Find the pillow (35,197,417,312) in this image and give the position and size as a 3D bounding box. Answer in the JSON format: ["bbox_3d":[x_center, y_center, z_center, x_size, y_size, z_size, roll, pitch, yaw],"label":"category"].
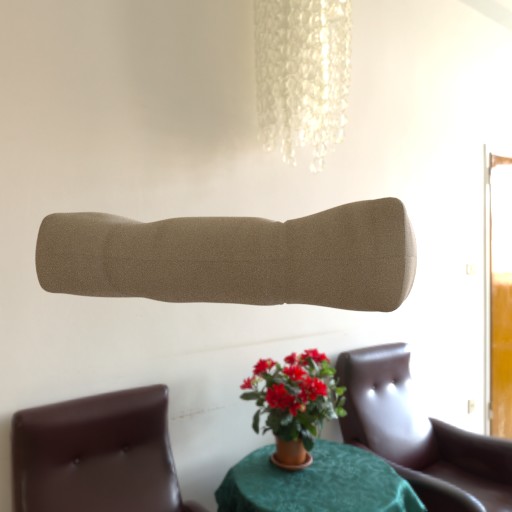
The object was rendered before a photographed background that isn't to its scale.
[{"bbox_3d":[0.000,0.000,0.725,0.490,0.128,0.468,0,0,19],"label":"pillow"}]
